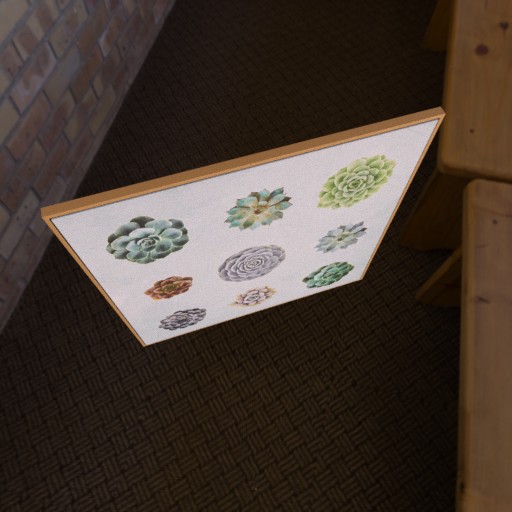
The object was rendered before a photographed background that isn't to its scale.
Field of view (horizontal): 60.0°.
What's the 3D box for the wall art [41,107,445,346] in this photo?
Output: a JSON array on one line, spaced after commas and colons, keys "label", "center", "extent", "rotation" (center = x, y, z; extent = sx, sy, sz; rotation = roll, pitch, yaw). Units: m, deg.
[{"label": "wall art", "center": [0.000, 0.000, 0.682], "extent": [0.457, 0.455, 0.013], "rotation": [-16, 63, -8]}]
